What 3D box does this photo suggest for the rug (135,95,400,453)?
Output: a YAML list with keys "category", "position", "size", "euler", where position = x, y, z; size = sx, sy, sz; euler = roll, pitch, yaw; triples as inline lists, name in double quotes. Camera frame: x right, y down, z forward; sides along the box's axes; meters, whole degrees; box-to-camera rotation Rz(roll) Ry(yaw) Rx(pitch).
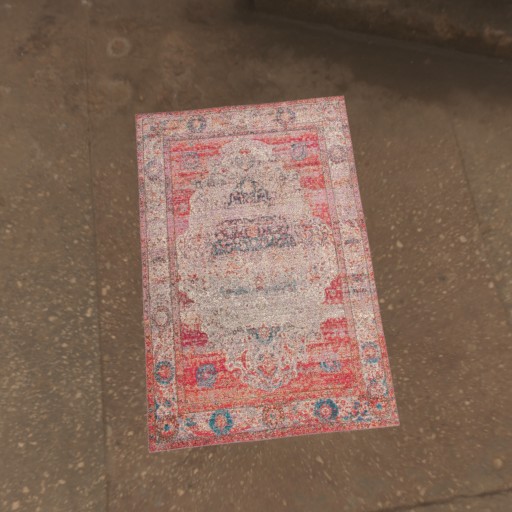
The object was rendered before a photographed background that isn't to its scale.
- category: "rug"
  position: [0.000, 0.000, 2.357]
  size: [1.219, 0.006, 1.829]
  euler: [-6, 76, -1]
